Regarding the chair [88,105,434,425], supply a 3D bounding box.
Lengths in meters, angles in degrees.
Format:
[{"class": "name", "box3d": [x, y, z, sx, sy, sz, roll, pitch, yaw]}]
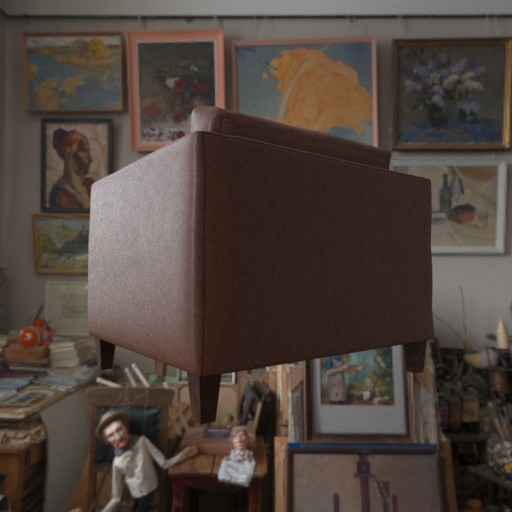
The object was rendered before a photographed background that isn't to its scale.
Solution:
[{"class": "chair", "box3d": [0.000, 0.000, 1.809, 1.107, 0.917, 0.959, 1, -2, -37]}]
